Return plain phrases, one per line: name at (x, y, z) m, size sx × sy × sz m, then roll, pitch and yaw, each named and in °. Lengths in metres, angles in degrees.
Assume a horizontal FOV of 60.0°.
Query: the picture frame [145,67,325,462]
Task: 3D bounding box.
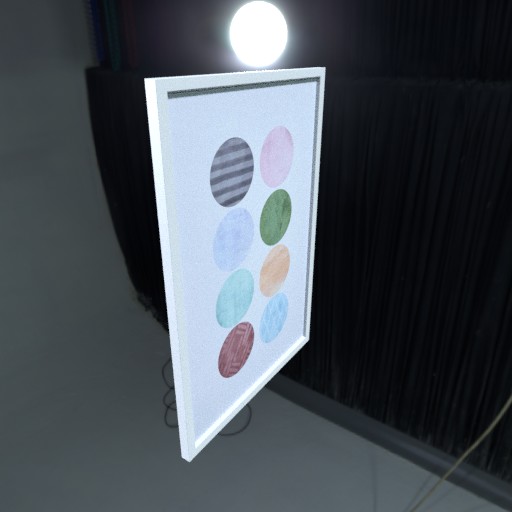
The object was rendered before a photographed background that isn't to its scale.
picture frame at (0.000, 0.000, 0.565) m, size 0.013 × 0.434 × 0.305 m, roll 16°, pitch 30°, yaw 31°
